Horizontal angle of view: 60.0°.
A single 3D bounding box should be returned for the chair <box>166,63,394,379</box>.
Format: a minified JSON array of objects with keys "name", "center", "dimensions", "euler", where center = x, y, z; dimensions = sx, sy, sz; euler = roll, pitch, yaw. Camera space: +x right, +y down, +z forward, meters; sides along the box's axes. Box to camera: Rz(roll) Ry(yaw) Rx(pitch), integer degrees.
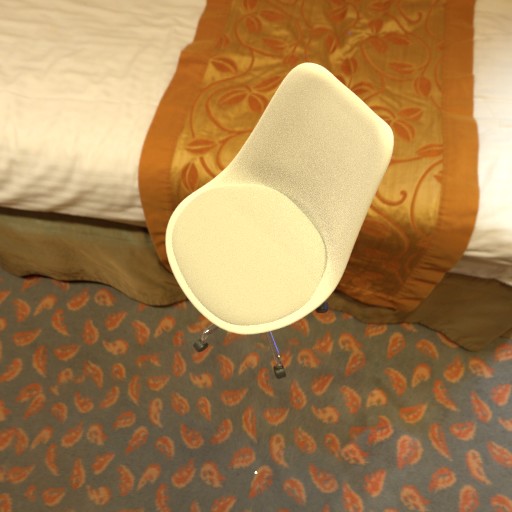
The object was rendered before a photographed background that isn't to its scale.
[{"name":"chair","center":[0.000,0.000,1.294],"dimensions":[0.550,0.930,0.550],"euler":[-33,68,-15]}]
